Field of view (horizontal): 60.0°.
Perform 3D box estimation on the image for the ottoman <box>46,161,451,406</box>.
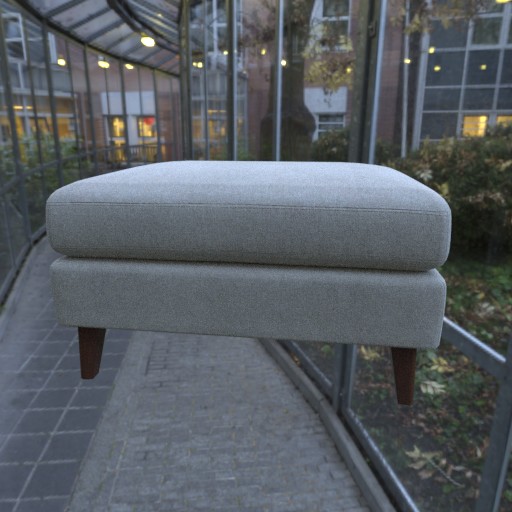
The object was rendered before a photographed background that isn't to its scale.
[{"bbox_3d":[0.000,0.000,1.184,0.823,0.478,0.610,2,16,8],"label":"ottoman"}]
